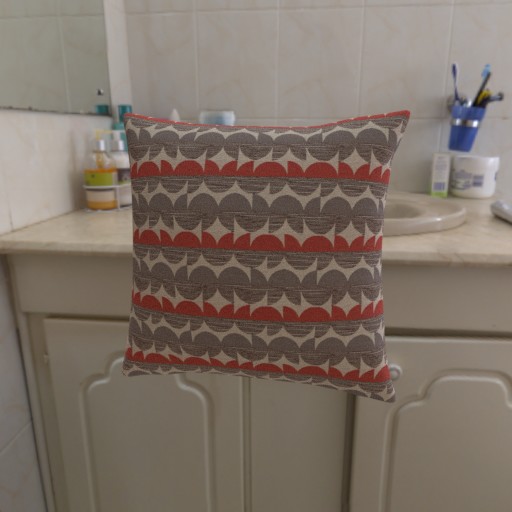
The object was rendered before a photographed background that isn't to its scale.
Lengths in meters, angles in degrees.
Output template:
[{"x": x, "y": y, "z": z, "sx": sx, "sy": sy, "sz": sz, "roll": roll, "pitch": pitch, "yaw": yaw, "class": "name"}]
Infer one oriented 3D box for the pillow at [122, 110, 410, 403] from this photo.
[{"x": 0.000, "y": 0.000, "z": 0.655, "sx": 0.420, "sy": 0.410, "sz": 0.180, "roll": 2, "pitch": 15, "yaw": 8, "class": "pillow"}]
